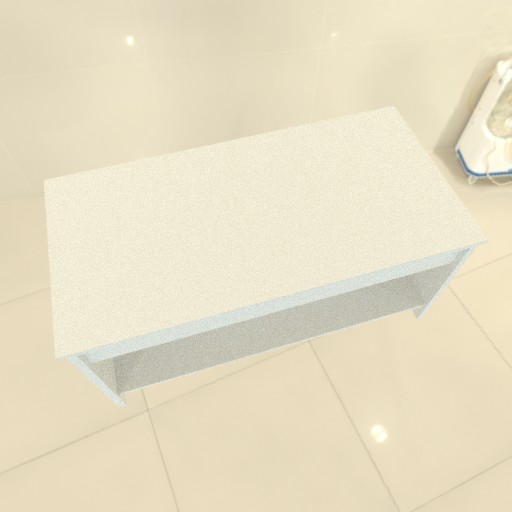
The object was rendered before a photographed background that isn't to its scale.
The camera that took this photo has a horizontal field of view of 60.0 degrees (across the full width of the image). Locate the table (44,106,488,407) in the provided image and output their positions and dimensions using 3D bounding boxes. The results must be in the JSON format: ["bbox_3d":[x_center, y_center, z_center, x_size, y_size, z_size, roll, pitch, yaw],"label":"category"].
[{"bbox_3d":[0.000,0.000,1.286,1.000,0.441,0.500,-14,59,-9],"label":"table"}]
